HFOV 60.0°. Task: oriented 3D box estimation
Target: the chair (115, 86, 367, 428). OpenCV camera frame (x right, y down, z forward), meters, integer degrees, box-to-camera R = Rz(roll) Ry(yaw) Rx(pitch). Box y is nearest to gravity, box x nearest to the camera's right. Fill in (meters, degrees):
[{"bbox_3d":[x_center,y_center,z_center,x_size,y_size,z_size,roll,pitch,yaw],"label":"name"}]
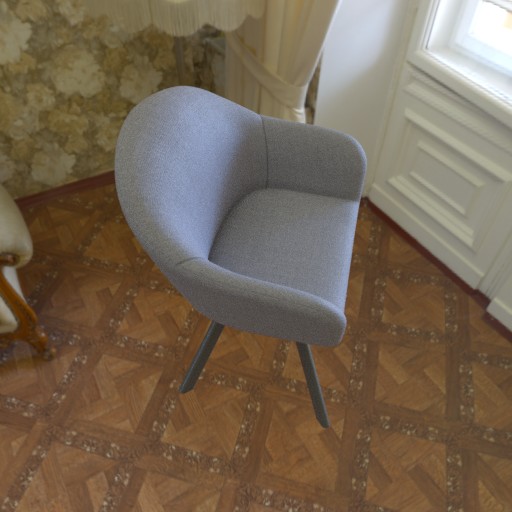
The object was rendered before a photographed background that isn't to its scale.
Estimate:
[{"bbox_3d":[0.000,0.000,1.172,0.550,0.795,0.590,10,49,9],"label":"chair"}]
